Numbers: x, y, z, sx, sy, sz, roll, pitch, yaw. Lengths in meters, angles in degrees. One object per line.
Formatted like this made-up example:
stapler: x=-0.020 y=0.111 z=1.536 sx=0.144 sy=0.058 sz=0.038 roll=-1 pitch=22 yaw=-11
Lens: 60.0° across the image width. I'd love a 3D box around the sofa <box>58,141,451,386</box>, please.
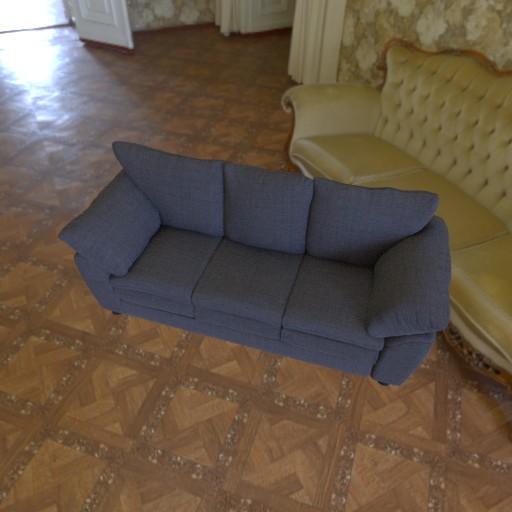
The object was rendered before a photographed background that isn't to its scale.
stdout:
sofa: x=0.000 y=0.000 z=2.925 sx=2.336 sy=1.080 sz=0.883 roll=12 pitch=43 yaw=13
